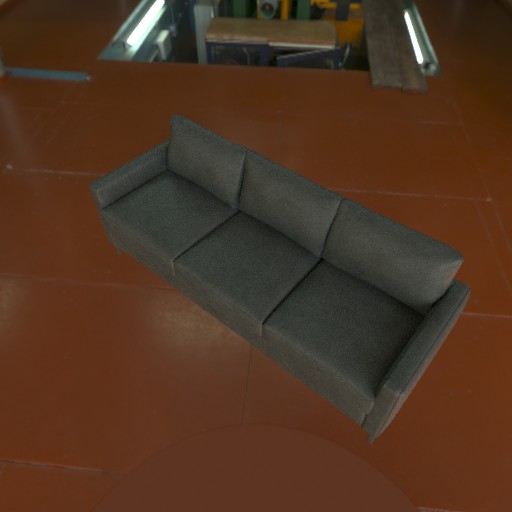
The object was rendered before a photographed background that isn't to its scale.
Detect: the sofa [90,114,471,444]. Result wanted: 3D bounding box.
[{"bbox_3d":[0.000,0.000,2.421,2.029,0.805,0.748,32,55,26],"label":"sofa"}]
